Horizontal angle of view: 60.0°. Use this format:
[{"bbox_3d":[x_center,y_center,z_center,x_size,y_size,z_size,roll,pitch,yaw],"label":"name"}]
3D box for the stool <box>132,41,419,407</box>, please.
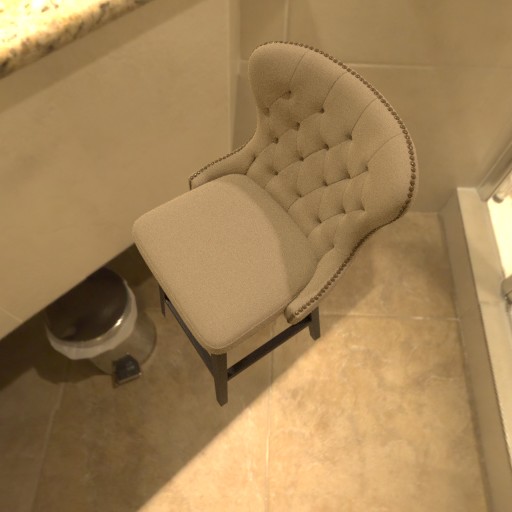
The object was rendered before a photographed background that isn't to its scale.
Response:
[{"bbox_3d":[0.000,0.000,1.282,0.593,0.971,0.528,-32,67,-15],"label":"stool"}]
